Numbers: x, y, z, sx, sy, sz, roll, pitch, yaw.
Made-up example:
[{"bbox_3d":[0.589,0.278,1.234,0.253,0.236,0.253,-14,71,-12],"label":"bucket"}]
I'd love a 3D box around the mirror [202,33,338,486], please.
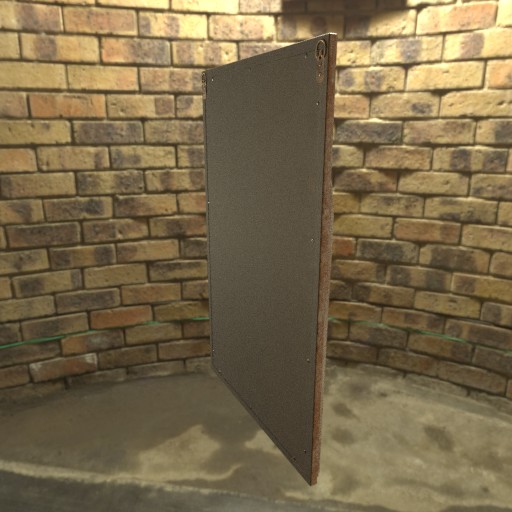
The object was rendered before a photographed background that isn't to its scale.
[{"bbox_3d":[0.000,0.000,0.952,0.058,0.787,0.495,-8,18,-27],"label":"mirror"}]
